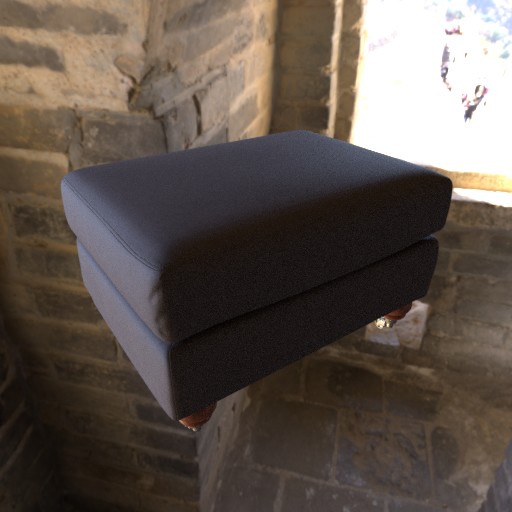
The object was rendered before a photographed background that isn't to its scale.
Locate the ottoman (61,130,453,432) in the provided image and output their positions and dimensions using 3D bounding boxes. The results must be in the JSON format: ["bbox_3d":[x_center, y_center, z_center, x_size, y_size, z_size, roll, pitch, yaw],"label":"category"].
[{"bbox_3d":[0.000,0.000,1.126,0.773,0.497,0.574,-19,34,-30],"label":"ottoman"}]
